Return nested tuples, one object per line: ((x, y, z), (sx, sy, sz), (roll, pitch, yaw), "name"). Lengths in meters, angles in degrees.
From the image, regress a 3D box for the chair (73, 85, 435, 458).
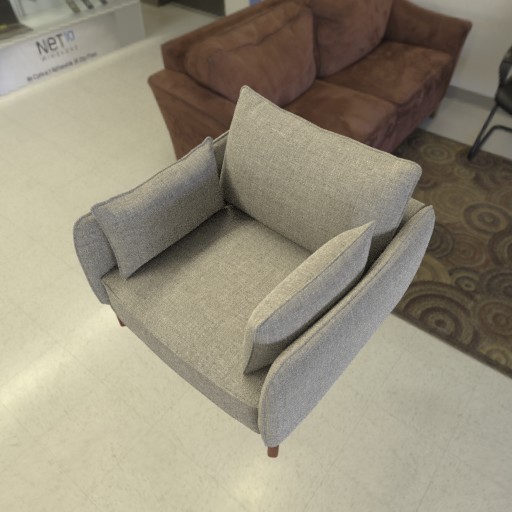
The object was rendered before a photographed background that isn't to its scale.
((0.000, 0.000, 1.701), (0.993, 0.839, 0.976), (32, 55, 26), "chair")
